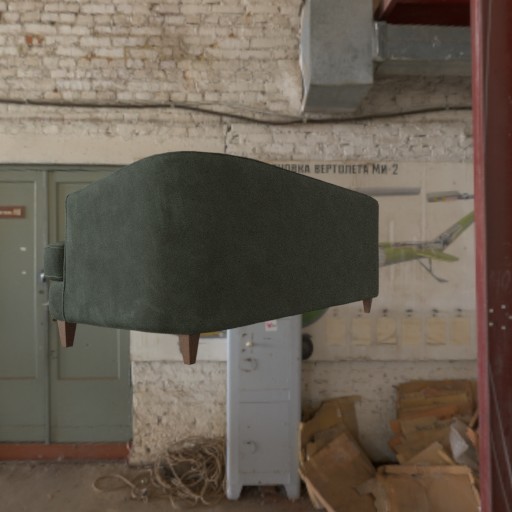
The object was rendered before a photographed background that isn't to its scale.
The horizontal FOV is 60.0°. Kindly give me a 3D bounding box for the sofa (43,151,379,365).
[{"bbox_3d":[0.000,0.000,2.753,0.941,0.855,2.278,0,0,35],"label":"sofa"}]
